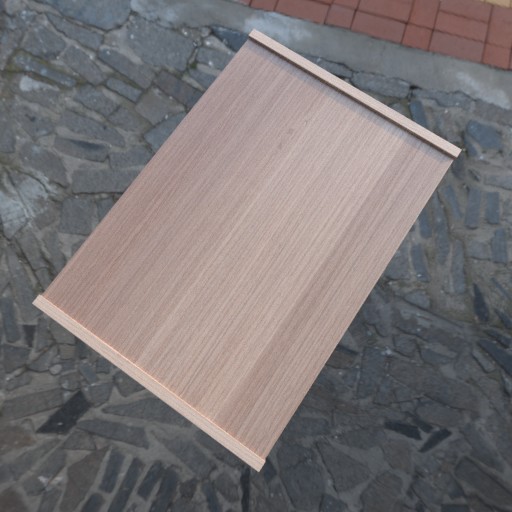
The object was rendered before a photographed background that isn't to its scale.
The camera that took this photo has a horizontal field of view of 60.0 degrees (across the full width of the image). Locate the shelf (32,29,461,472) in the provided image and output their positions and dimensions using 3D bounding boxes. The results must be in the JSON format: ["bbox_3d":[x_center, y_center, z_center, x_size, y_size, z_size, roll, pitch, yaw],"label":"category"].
[{"bbox_3d":[0.000,0.000,0.637,0.290,0.305,0.415,34,79,8],"label":"shelf"}]
